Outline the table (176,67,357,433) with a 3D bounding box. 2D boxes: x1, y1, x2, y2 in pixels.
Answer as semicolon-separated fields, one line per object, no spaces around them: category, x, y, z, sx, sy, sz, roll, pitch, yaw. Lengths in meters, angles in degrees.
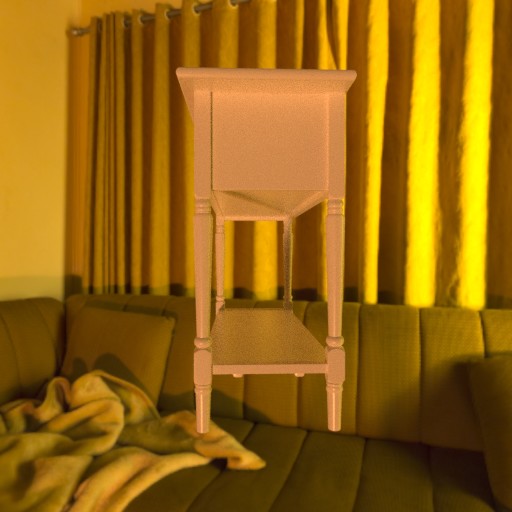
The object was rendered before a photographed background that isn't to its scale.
table;0.000;0.000;1.541;0.386;0.814;1.191;0;0;-2
